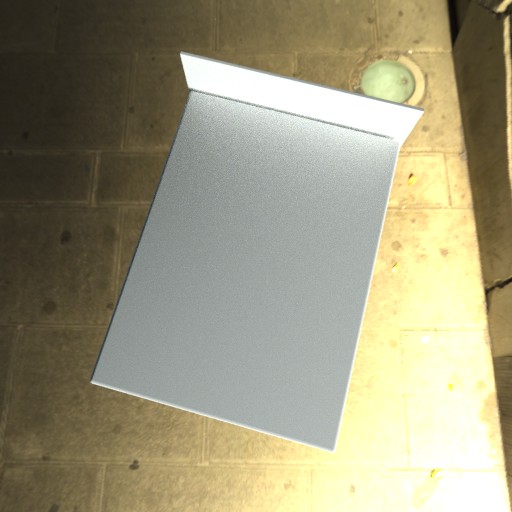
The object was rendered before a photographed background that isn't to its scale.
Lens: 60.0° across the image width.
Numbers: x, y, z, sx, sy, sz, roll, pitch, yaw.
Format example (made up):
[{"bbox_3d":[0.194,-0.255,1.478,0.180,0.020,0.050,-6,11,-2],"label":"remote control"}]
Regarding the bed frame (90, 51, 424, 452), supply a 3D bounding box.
[{"bbox_3d":[0.000,0.000,2.645,1.400,0.800,1.900,15,77,4],"label":"bed frame"}]
